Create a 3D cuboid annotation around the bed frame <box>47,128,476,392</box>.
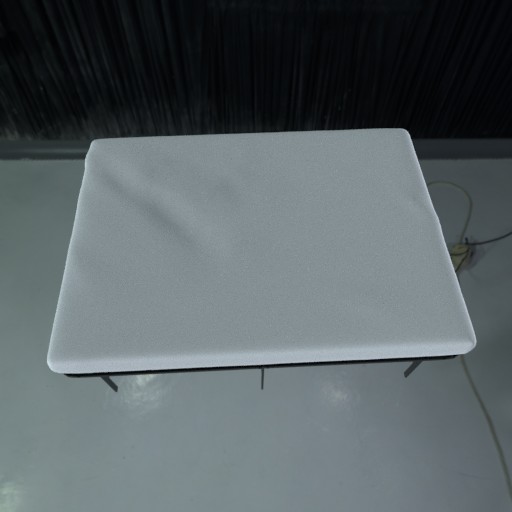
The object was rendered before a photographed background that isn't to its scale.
[{"bbox_3d":[0.000,0.000,2.496,1.905,0.637,1.372,-2,58,-2],"label":"bed frame"}]
